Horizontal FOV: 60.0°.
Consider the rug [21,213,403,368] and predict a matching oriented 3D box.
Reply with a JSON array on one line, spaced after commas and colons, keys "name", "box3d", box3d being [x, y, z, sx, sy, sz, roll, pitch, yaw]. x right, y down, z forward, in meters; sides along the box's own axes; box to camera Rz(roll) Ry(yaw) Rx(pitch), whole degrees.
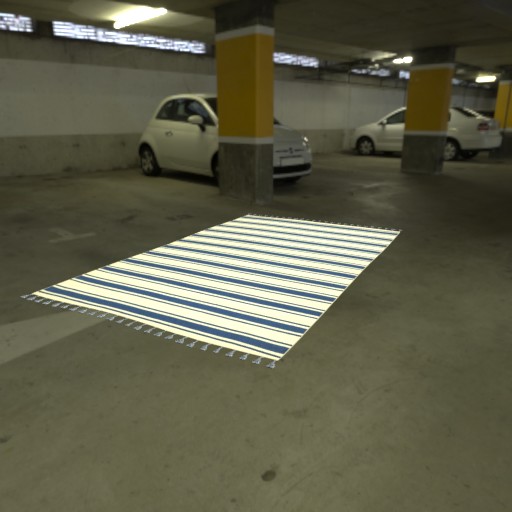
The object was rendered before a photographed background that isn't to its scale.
[{"name": "rug", "box3d": [0.000, 0.000, 2.555, 1.248, 0.009, 2.108, 9, 19, 27]}]
